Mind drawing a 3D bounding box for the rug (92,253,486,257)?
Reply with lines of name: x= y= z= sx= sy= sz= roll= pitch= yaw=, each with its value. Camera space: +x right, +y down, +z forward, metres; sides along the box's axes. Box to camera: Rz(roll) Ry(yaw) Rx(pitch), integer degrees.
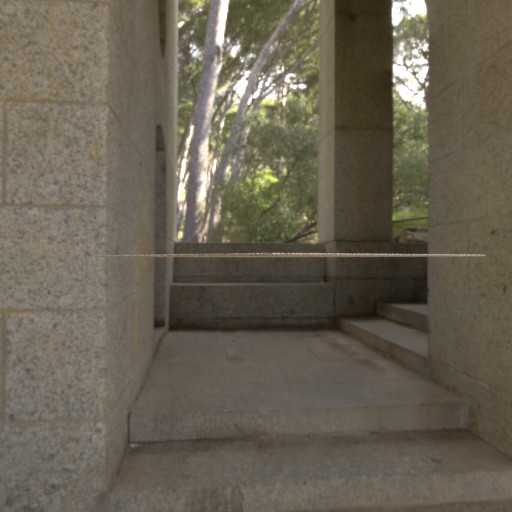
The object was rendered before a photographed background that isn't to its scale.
rug: x=0.000 y=0.000 z=2.300 sx=1.175 sy=0.008 sz=1.783 roll=0 pitch=0 yaw=-35
